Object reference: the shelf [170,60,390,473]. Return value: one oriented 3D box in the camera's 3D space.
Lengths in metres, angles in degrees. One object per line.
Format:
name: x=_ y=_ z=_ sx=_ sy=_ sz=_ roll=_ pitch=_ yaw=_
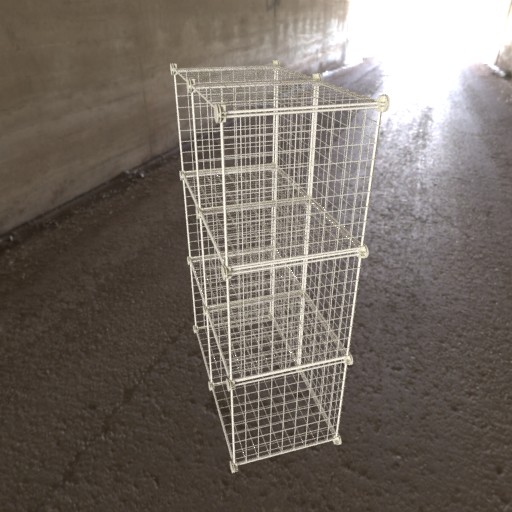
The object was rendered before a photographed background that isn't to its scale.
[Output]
shelf: x=0.000 y=0.000 z=1.404 sx=0.356 sy=1.067 sz=0.711 roll=-8 pitch=31 yaw=-14
